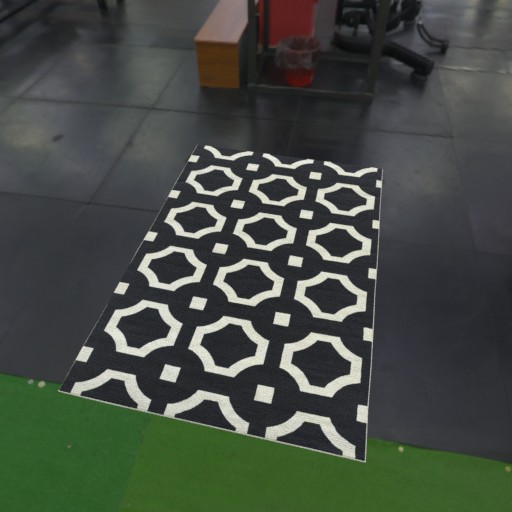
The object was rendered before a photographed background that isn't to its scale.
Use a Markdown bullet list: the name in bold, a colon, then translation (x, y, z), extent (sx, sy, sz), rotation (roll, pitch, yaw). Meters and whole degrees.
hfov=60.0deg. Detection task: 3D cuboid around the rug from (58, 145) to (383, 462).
- **rug**: translation (0.000, 0.000, 2.900), extent (1.555, 0.016, 2.286), rotation (10, 48, 9)
